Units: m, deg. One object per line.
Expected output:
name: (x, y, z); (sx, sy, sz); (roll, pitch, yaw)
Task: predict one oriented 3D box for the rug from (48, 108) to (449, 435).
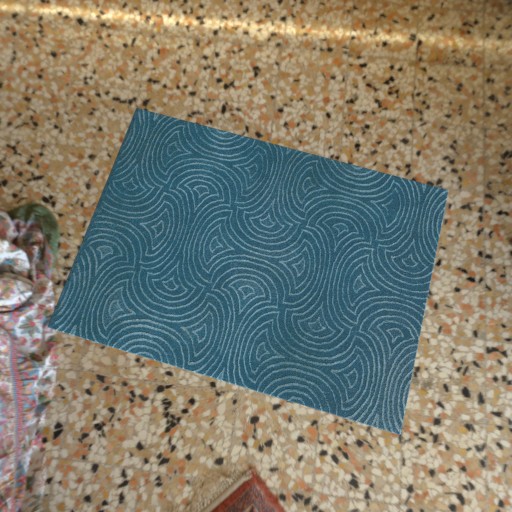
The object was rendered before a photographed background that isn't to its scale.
rug: (0.000, 0.000, 2.756); (2.144, 0.015, 1.543); (16, 76, 4)
